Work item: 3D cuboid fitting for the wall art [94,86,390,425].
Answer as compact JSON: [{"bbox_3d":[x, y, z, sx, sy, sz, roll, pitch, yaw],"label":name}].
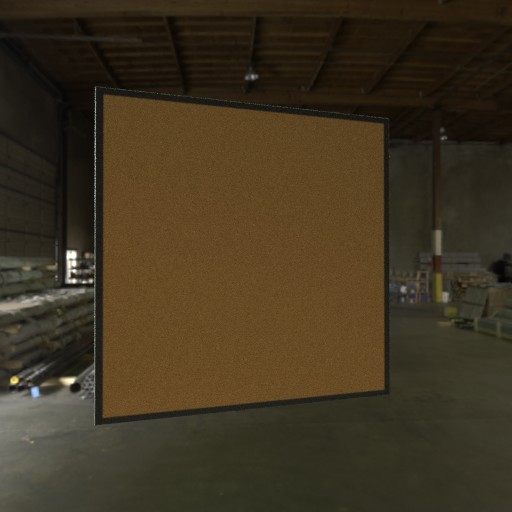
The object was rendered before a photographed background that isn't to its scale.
[{"bbox_3d":[0.000,0.000,1.179,0.805,0.803,0.022,0,0,-17],"label":"wall art"}]
